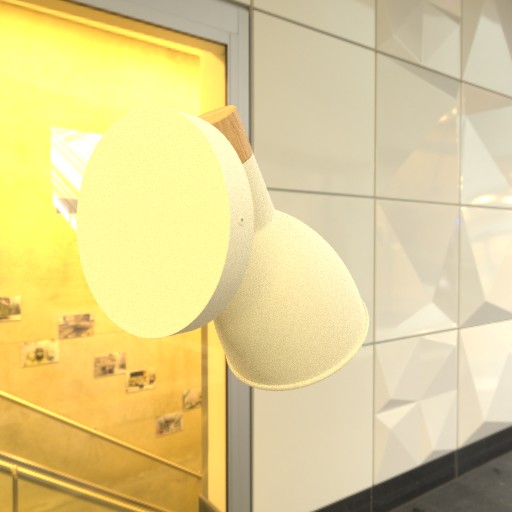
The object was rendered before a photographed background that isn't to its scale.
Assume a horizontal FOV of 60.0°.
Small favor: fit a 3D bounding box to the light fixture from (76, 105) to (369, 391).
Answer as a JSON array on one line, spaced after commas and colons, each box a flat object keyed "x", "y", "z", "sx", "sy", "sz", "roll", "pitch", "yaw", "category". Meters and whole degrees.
[{"x": 0.000, "y": 0.000, "z": 0.324, "sx": 0.127, "sy": 0.199, "sz": 0.209, "roll": 1, "pitch": 2, "yaw": 37, "category": "light fixture"}]
